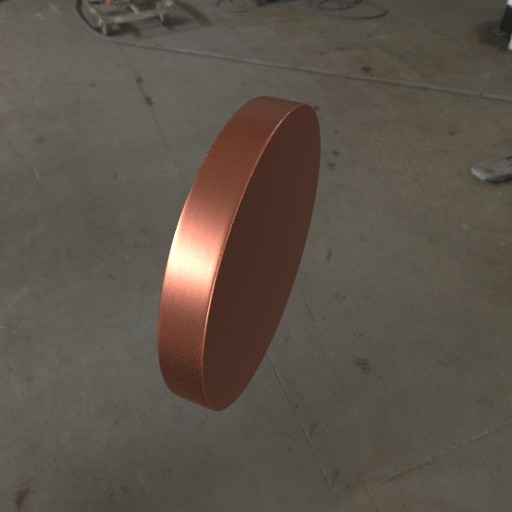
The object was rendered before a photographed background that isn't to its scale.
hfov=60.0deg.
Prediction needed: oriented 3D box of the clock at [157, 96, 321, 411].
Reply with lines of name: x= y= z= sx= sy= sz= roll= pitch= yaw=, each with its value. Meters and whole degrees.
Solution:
clock: x=0.000 y=0.000 z=0.463 sx=0.040 sy=0.313 sz=0.313 roll=17 pitch=49 yaw=15
